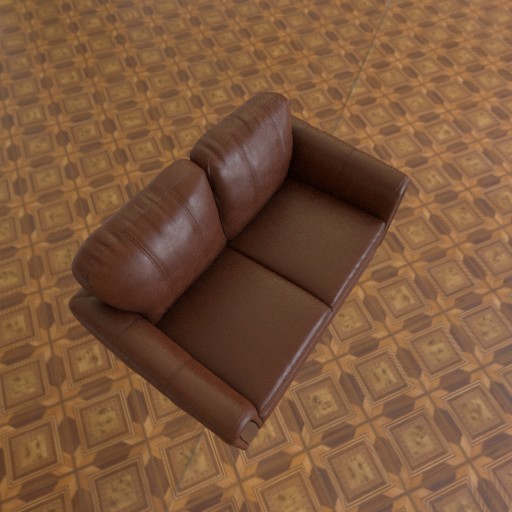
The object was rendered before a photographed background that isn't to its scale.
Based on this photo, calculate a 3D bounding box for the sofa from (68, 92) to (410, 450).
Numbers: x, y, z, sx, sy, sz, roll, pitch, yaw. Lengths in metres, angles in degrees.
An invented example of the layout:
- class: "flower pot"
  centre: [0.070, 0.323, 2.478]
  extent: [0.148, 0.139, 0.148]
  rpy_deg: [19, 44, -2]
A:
- class: "sofa"
  centre: [0.000, 0.000, 1.963]
  extent: [0.805, 0.906, 1.406]
  rpy_deg: [31, 63, 17]
